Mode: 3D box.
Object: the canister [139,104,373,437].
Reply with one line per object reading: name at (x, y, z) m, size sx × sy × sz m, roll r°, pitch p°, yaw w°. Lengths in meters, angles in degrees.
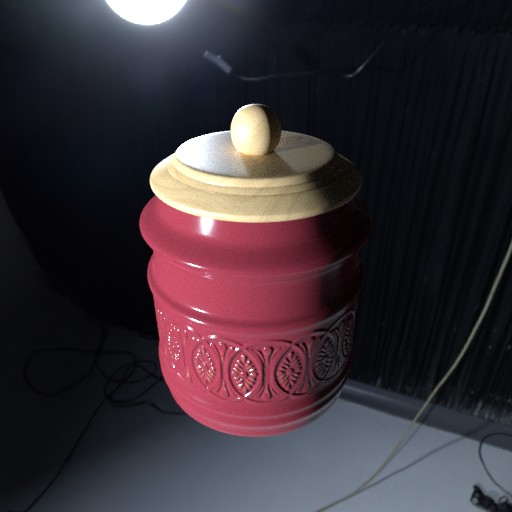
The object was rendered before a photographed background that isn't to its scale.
canister at (0.000, 0.000, 0.268) m, size 0.130 × 0.176 × 0.130 m, roll 0°, pitch 31°, yaw 0°
